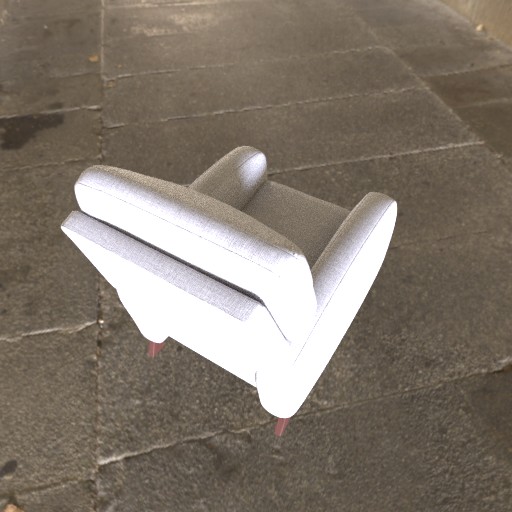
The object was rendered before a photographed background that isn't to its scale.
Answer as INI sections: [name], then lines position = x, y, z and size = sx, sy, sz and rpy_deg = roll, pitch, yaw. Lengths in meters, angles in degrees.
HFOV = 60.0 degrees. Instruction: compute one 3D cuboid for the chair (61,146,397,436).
[chair]
position = 0.000, 0.000, 1.622
size = 0.762, 0.990, 0.990
rpy_deg = 25, 52, 21
